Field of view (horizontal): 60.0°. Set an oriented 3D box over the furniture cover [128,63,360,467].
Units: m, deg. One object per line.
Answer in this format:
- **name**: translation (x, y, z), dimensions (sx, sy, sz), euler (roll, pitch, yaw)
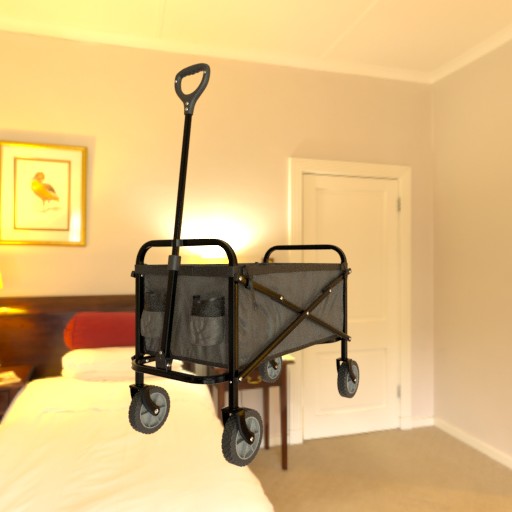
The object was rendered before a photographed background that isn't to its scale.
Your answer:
- **furniture cover**: translation (0.000, 0.000, 1.809), dimensions (0.532, 1.295, 1.038), euler (0, 0, 35)
